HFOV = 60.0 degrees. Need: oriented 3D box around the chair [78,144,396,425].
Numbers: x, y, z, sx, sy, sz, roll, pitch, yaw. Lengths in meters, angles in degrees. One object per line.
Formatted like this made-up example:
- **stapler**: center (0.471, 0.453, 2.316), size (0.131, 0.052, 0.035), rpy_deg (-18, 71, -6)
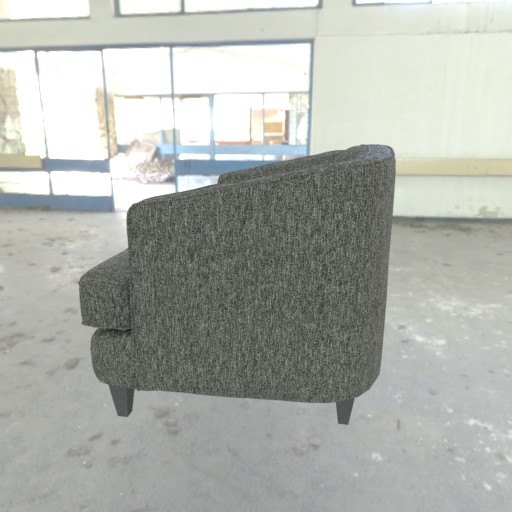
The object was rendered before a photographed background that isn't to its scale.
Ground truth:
- **chair**: center (0.000, 0.000, 1.740), size (0.941, 0.852, 1.104), rpy_deg (3, 15, 10)
